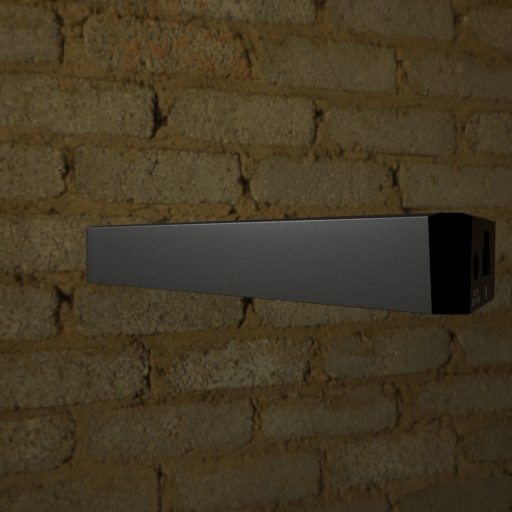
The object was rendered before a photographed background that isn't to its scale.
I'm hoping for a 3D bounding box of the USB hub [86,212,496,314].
[{"bbox_3d":[0.000,0.000,0.156,0.145,0.023,0.044,1,2,36],"label":"USB hub"}]
